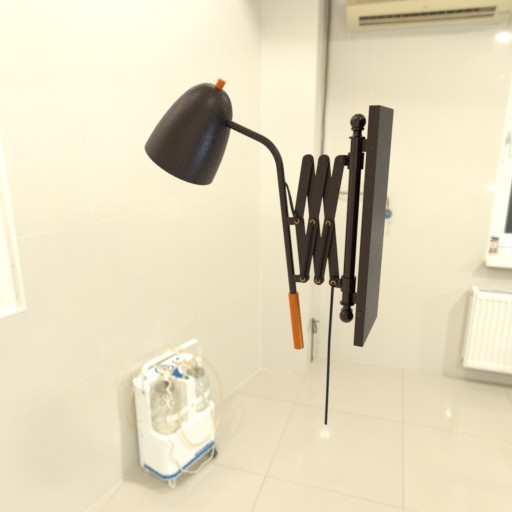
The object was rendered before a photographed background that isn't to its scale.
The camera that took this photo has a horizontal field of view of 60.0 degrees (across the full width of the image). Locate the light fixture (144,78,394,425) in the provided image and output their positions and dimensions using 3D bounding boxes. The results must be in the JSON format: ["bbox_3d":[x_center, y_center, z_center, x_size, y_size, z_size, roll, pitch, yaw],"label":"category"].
[{"bbox_3d":[0.000,0.000,0.945,0.499,0.715,0.162,7,17,24],"label":"light fixture"}]
